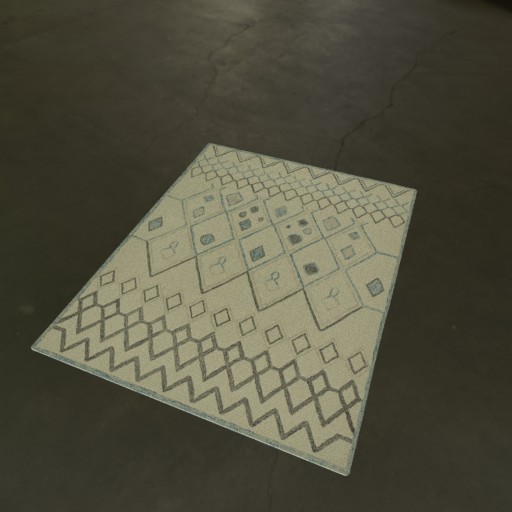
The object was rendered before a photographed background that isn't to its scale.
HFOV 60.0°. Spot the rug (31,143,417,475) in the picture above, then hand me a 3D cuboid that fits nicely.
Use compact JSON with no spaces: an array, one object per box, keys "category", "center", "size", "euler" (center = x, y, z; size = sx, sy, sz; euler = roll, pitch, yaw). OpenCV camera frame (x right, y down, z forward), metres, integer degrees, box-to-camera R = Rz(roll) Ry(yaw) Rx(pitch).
[{"category":"rug","center":[0.000,0.000,4.005],"size":[2.441,0.013,3.056],"euler":[16,48,15]}]
